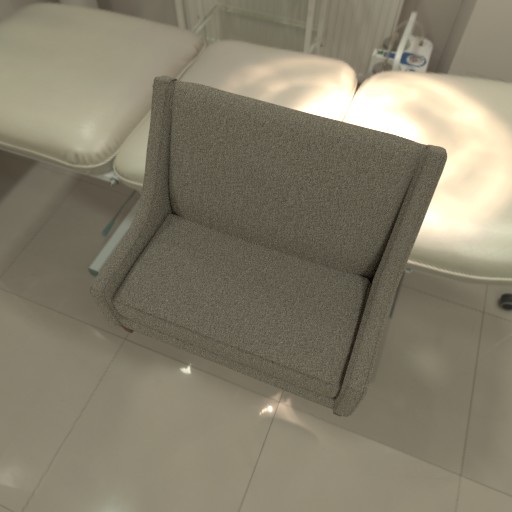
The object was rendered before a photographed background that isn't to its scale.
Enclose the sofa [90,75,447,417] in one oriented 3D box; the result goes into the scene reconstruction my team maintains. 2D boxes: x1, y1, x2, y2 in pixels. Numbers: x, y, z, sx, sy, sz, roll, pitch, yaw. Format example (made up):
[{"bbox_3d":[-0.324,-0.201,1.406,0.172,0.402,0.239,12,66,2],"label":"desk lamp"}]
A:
[{"bbox_3d":[0.000,0.000,1.974,1.242,1.026,0.862,19,59,12],"label":"sofa"}]
